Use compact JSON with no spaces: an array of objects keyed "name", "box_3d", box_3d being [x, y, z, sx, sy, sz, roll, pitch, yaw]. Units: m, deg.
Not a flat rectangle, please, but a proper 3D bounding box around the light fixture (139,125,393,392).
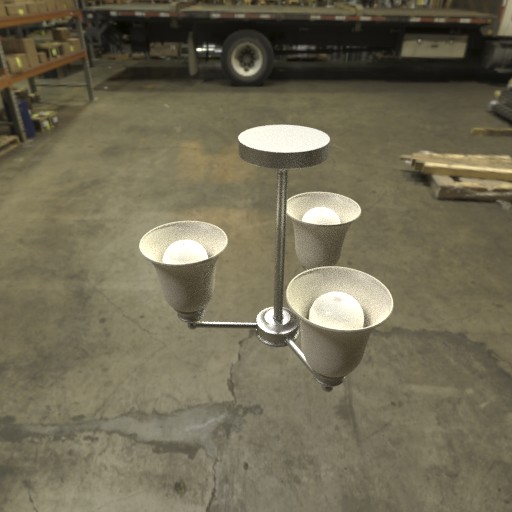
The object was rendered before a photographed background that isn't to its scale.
[{"name":"light fixture","box_3d":[0.000,0.000,0.683,0.354,0.370,0.388,1,32,2]}]
